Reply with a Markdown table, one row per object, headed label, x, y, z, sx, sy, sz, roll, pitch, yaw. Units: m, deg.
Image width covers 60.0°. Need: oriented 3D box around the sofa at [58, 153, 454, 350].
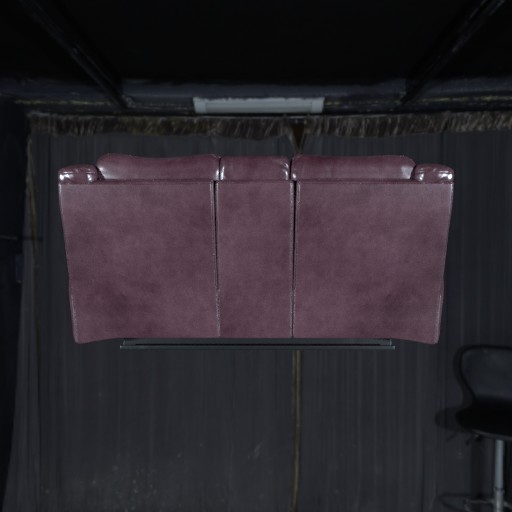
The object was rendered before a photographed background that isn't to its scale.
| label | x | y | z | sx | sy | sz | roll | pitch | yaw |
| --- | --- | --- | --- | --- | --- | --- | --- | --- | --- |
| sofa | 0.000 | 0.000 | 2.632 | 2.058 | 1.043 | 0.991 | 0 | 0 | 1 |
